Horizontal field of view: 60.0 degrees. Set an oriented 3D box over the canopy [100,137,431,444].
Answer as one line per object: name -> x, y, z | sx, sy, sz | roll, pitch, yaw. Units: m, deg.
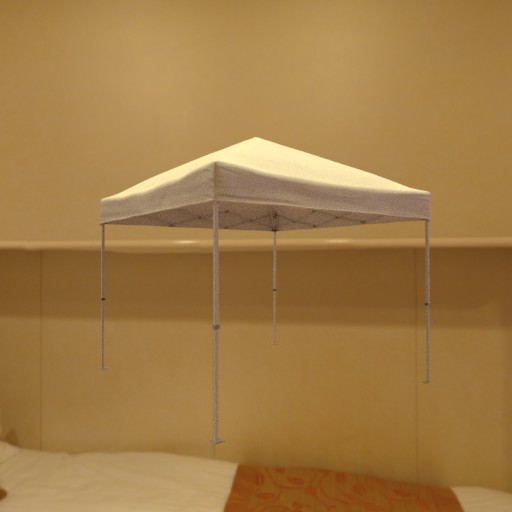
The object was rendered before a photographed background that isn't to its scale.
canopy -> 0.000, 0.000, 5.582 | 2.998, 2.997, 2.996 | 0, 0, -36
